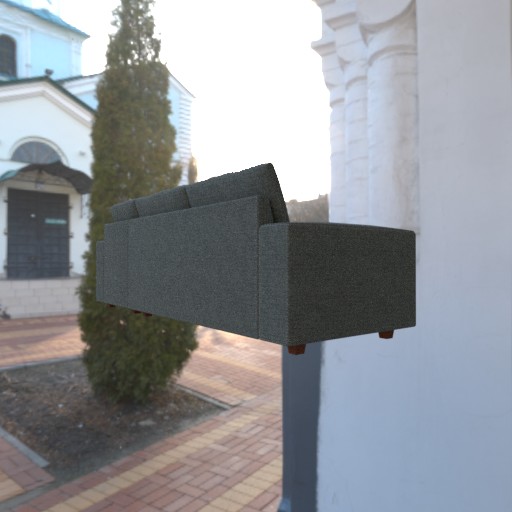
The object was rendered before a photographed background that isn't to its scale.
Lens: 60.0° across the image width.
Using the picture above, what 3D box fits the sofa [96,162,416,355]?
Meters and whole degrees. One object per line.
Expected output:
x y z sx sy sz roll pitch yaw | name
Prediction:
0.000 0.000 3.554 1.689 0.940 2.718 0 0 -37 | sofa
